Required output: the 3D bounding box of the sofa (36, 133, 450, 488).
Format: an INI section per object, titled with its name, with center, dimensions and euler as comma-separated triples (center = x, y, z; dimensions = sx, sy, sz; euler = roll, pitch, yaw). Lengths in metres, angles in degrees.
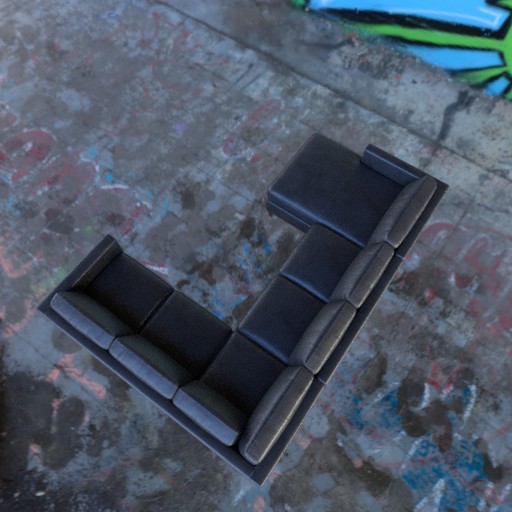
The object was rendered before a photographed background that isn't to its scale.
[sofa]
center = 0.000, 0.000, 4.448
dimensions = 2.452, 0.891, 3.324
euler = 33, 69, 14
